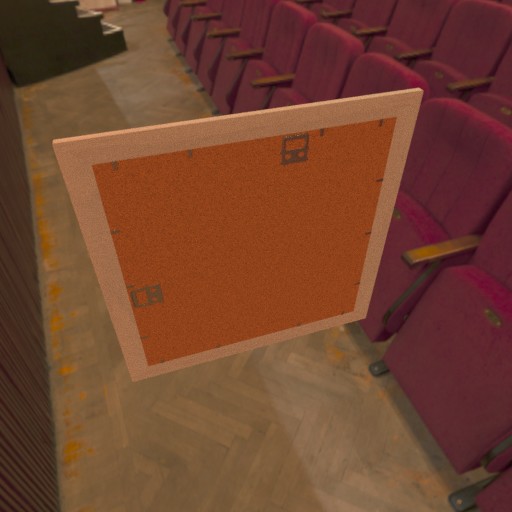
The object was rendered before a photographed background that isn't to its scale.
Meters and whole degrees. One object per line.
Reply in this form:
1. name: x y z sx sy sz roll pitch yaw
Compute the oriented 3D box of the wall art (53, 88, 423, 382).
1. wall art: 0.000 0.000 0.866 0.584 0.584 0.013 -13 44 -14
